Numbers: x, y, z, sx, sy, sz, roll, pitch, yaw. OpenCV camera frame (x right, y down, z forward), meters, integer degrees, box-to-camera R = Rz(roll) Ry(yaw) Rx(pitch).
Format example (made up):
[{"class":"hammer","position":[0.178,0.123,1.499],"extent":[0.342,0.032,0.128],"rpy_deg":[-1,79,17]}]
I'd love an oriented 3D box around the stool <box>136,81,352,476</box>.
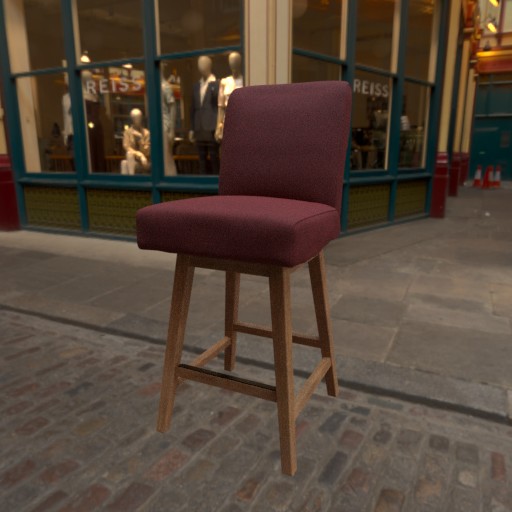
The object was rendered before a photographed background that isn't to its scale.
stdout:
[{"class":"stool","position":[0.000,0.000,1.340],"extent":[0.468,1.038,0.562],"rpy_deg":[7,15,25]}]
